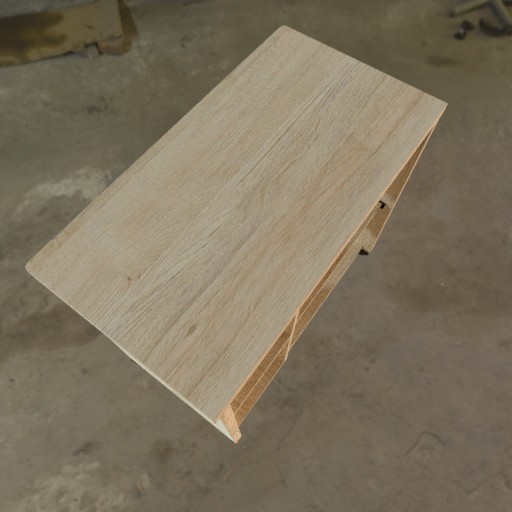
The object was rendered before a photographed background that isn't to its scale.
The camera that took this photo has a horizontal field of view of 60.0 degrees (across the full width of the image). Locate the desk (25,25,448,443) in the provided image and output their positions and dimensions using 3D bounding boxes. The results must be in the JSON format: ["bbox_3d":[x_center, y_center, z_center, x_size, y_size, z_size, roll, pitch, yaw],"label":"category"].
[{"bbox_3d":[0.000,0.000,1.302,0.480,0.770,0.885,33,68,15],"label":"desk"}]
